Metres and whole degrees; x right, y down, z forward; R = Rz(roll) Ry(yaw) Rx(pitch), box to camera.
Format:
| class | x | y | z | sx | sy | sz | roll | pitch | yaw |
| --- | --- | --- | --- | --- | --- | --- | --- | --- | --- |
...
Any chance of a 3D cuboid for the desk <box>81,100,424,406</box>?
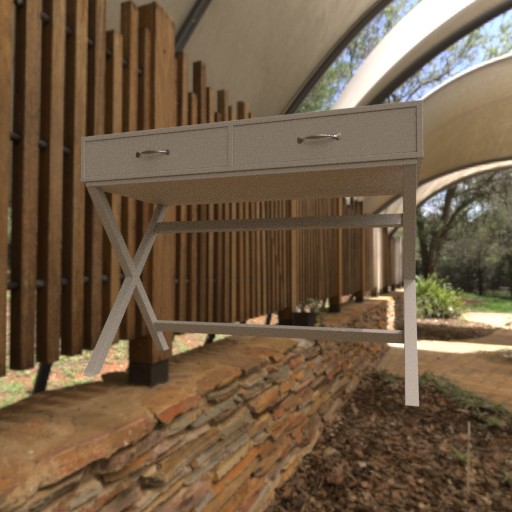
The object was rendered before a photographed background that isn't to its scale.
| class | x | y | z | sx | sy | sz | roll | pitch | yaw |
| --- | --- | --- | --- | --- | --- | --- | --- | --- | --- |
| desk | 0.000 | 0.000 | 1.518 | 1.057 | 0.780 | 0.525 | 0 | -1 | 18 |
